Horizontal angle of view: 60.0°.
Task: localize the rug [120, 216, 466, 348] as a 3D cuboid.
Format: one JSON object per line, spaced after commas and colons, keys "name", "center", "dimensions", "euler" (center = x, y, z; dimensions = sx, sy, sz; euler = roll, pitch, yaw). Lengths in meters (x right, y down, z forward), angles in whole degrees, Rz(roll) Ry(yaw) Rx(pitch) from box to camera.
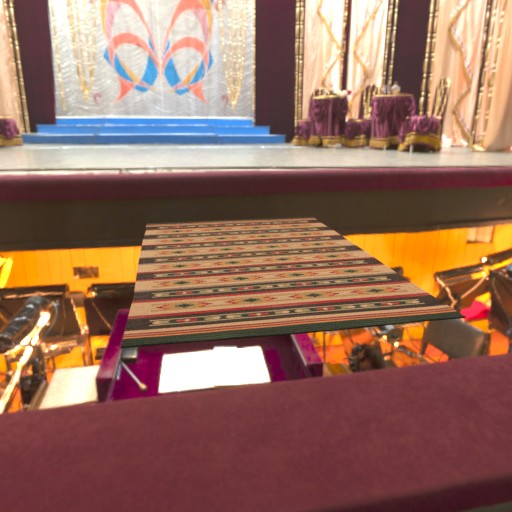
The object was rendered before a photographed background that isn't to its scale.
{"name": "rug", "center": [0.000, 0.000, 2.362], "dimensions": [1.221, 0.009, 1.825], "euler": [-3, 17, -10]}
